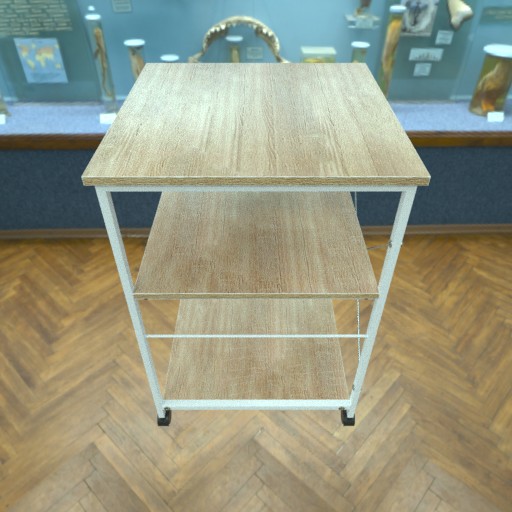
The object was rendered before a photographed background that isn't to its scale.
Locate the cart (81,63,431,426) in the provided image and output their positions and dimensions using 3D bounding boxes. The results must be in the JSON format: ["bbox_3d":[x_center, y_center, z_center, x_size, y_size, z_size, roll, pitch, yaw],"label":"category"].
[{"bbox_3d":[0.000,0.000,1.104,0.520,0.762,0.521,0,41,0],"label":"cart"}]
